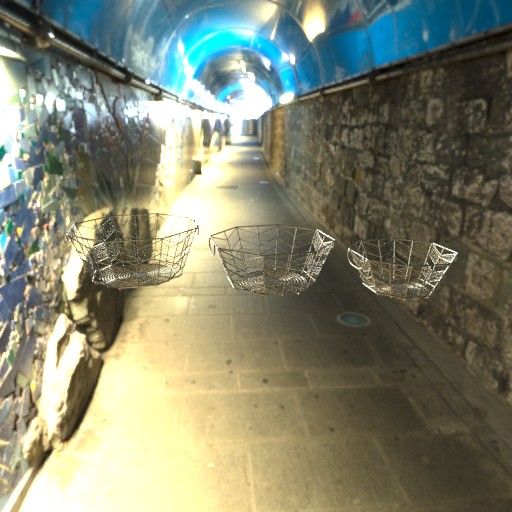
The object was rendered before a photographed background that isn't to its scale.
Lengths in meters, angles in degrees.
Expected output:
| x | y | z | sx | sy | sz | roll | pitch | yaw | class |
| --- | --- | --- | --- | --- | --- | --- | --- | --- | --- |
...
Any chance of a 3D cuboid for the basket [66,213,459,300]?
| x | y | z | sx | sy | sz | roll | pitch | yaw | class |
| --- | --- | --- | --- | --- | --- | --- | --- | --- | --- |
| 0.000 | 0.000 | 1.441 | 1.246 | 0.178 | 0.432 | 2 | 17 | 8 | basket |
